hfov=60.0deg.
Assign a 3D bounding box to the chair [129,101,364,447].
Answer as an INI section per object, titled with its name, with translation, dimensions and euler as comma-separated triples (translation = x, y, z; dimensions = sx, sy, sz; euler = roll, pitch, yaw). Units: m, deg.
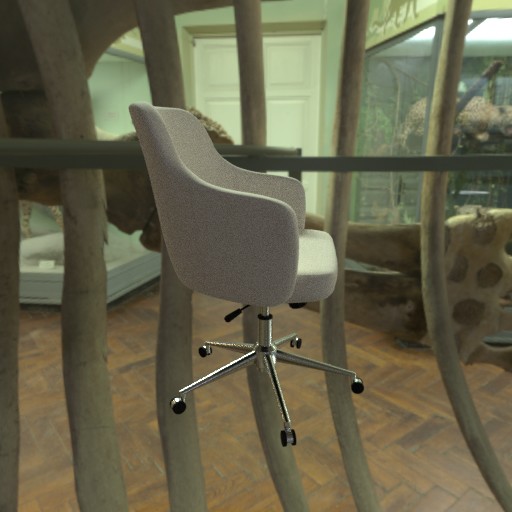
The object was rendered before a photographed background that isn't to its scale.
[chair]
translation = 0.000, 0.000, 1.261
dimensions = 0.647, 0.819, 0.602
euler = 2, 15, 7
